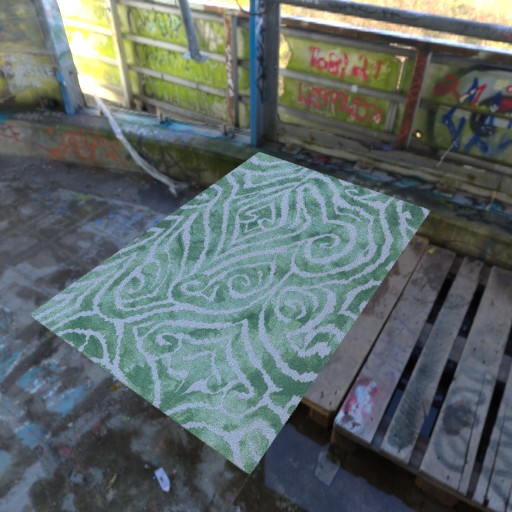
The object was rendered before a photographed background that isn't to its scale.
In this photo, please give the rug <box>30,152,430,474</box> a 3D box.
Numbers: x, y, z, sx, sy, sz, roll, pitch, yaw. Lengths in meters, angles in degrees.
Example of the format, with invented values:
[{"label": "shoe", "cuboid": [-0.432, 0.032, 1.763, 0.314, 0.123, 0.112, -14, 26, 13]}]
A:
[{"label": "rug", "cuboid": [0.000, 0.000, 2.298, 1.220, 0.006, 1.826, 25, 47, 25]}]
